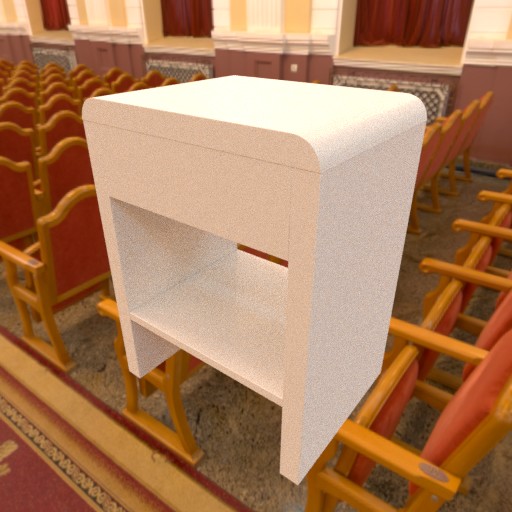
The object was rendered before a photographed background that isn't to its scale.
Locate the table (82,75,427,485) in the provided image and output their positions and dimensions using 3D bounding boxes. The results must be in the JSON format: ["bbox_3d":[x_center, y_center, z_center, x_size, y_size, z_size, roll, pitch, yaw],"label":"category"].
[{"bbox_3d":[0.000,0.000,0.853,0.450,0.590,0.350,20,35,32],"label":"table"}]
